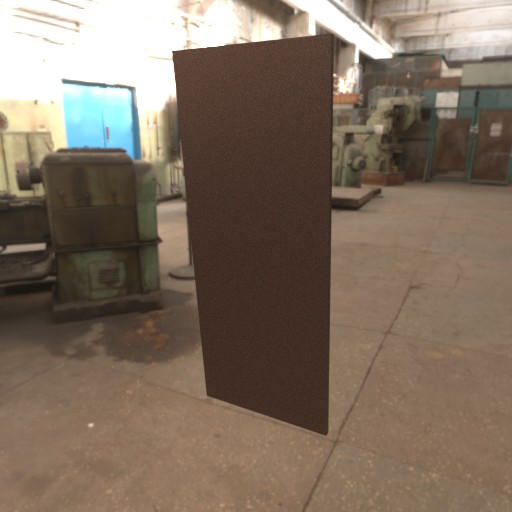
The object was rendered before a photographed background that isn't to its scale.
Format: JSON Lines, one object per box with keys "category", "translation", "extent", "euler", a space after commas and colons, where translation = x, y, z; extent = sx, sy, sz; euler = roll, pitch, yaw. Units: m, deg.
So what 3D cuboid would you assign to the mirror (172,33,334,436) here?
{"category": "mirror", "translation": [0.000, 0.000, 2.328], "extent": [0.812, 2.020, 0.221], "euler": [8, 18, 28]}
